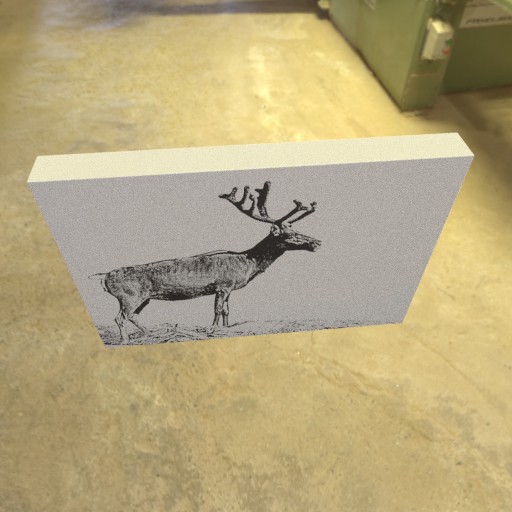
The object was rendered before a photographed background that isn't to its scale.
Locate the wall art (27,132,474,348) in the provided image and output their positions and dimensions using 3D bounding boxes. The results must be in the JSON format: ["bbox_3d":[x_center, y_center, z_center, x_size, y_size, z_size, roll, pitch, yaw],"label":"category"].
[{"bbox_3d":[0.000,0.000,0.483,0.381,0.259,0.038,-4,48,-4],"label":"wall art"}]
